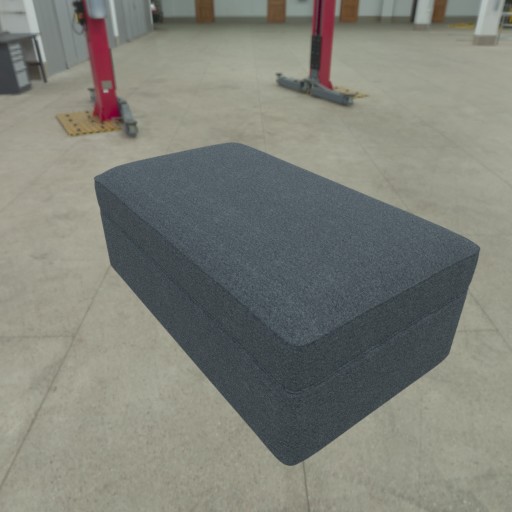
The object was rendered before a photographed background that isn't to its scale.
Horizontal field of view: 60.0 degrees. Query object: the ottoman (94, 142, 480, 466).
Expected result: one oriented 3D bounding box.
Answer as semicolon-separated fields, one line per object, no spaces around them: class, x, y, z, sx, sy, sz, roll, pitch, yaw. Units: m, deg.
ottoman;0.000;0.000;1.515;0.681;0.494;1.173;-21;37;-31
